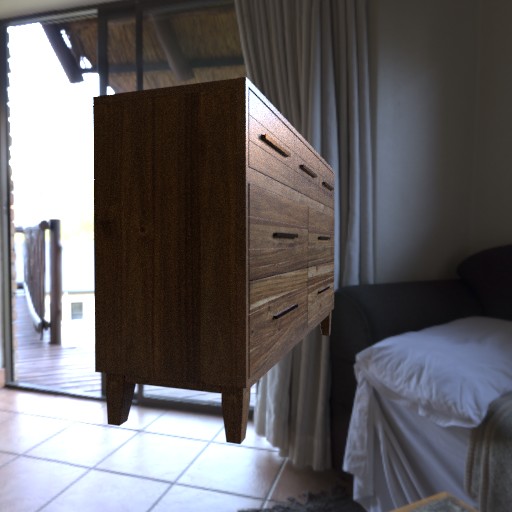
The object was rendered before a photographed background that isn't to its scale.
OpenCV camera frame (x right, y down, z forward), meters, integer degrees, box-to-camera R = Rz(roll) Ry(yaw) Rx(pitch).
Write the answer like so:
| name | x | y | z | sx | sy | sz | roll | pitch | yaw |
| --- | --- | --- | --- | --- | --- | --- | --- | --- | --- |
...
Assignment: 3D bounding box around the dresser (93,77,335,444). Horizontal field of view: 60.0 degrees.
| name | x | y | z | sx | sy | sz | roll | pitch | yaw |
| --- | --- | --- | --- | --- | --- | --- | --- | --- | --- |
| dresser | 0.000 | 0.000 | 1.772 | 0.446 | 0.873 | 1.400 | 0 | 2 | 18 |
